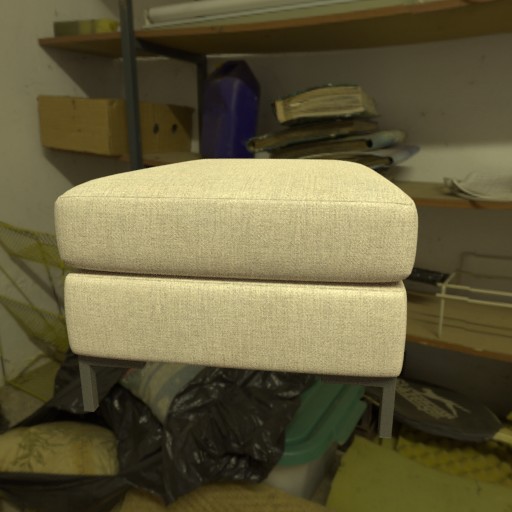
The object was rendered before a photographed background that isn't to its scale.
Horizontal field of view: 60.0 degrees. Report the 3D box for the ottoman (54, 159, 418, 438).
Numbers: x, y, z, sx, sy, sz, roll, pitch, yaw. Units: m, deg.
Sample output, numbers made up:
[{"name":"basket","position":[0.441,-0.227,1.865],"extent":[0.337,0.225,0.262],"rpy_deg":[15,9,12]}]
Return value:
[{"name":"ottoman","position":[0.000,0.000,1.182],"extent":[0.671,0.490,0.820],"rpy_deg":[2,15,8]}]
